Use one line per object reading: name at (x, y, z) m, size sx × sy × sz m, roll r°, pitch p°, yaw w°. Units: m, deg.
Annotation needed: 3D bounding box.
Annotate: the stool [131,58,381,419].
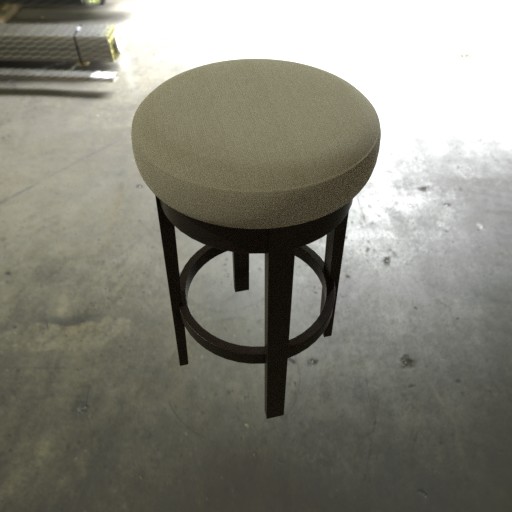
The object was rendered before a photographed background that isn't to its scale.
stool at (0.000, 0.000, 1.014) m, size 0.446 × 0.758 × 0.446 m, roll 0°, pitch 47°, yaw 0°
